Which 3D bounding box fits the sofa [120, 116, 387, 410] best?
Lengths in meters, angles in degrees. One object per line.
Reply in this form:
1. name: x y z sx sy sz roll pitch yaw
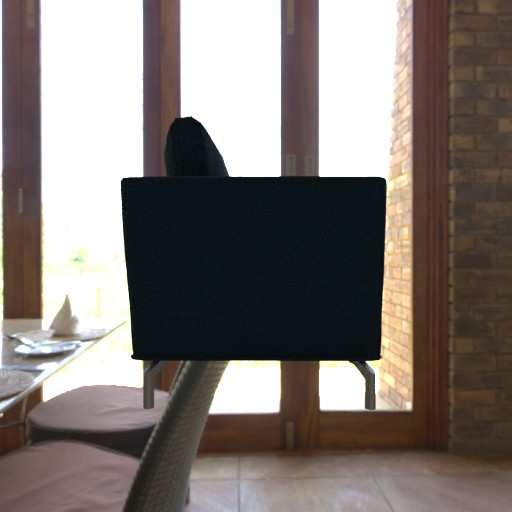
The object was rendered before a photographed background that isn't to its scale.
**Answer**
1. sofa: 0.000 0.000 2.274 0.853 1.002 1.770 0 0 1
